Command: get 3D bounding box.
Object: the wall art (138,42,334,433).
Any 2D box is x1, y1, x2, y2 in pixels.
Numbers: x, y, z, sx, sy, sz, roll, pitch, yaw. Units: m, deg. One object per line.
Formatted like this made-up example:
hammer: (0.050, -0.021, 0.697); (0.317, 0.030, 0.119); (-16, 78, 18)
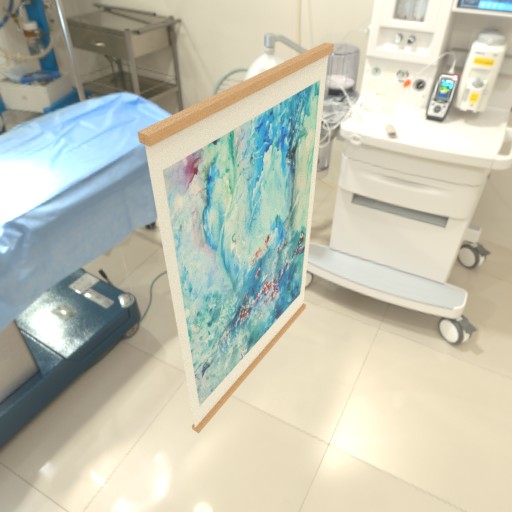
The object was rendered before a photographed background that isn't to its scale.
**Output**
wall art: (0.000, 0.000, 0.651); (0.013, 0.510, 0.335); (25, 46, 26)
